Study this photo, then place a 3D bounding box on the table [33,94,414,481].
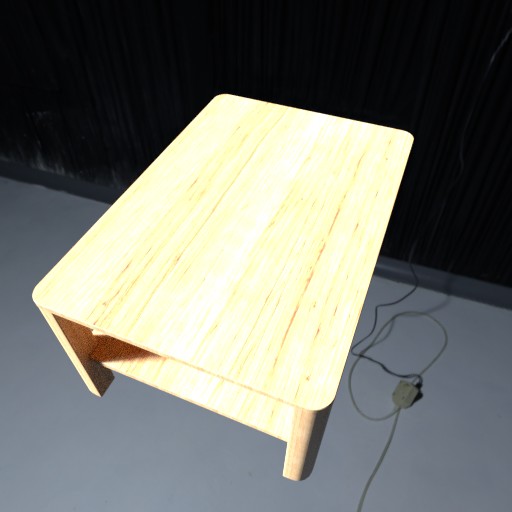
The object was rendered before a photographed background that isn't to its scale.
[{"bbox_3d":[0.000,0.000,1.361,0.696,0.445,0.997,17,50,15],"label":"table"}]
